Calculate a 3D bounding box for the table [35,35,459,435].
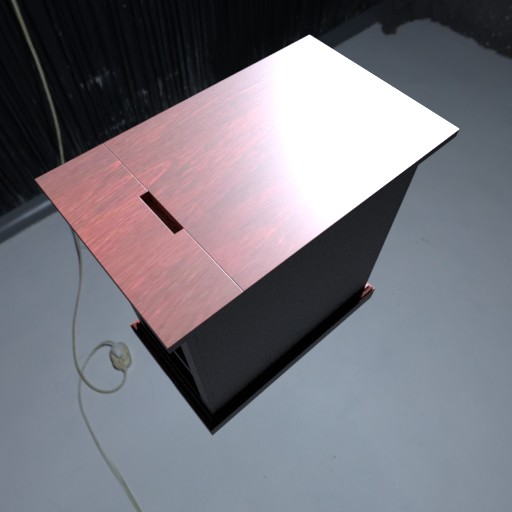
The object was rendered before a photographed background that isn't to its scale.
[{"bbox_3d":[0.000,0.000,0.963,0.584,0.612,0.356,-36,64,-20],"label":"table"}]
